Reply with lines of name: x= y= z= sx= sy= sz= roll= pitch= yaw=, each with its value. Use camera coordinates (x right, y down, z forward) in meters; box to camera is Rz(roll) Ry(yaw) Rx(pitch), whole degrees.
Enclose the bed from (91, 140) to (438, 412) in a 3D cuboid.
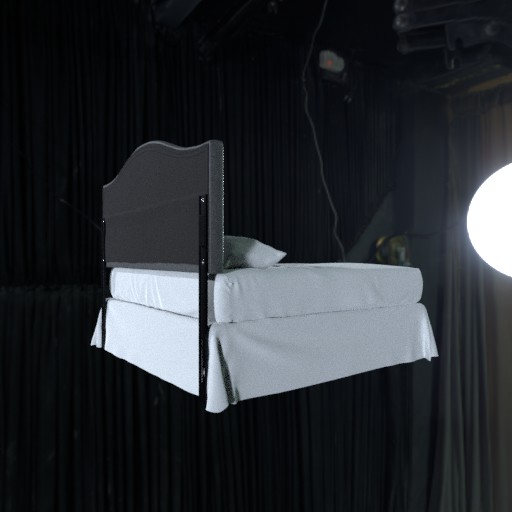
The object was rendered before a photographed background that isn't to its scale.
bed: x=0.000 y=0.000 z=3.860 sx=2.219 sy=1.651 sz=2.314 roll=0 pitch=0 yaw=-36
